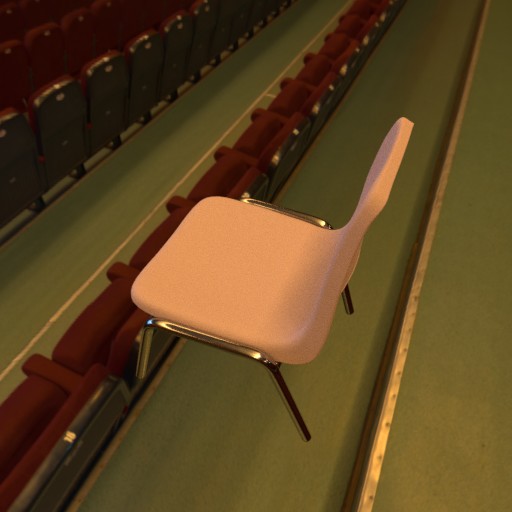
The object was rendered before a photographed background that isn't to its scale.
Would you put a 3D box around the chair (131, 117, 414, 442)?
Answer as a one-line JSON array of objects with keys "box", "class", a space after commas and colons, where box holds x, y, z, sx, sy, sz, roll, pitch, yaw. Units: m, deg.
[{"box": [0.000, 0.000, 0.767, 0.385, 0.537, 0.354, 17, 49, 16], "class": "chair"}]
